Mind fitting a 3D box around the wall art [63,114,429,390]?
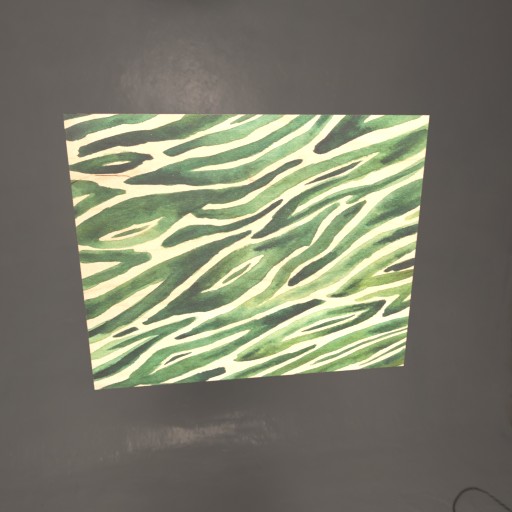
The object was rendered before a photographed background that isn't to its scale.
[{"bbox_3d":[0.000,0.000,0.672,0.508,0.408,0.012,-2,16,-8],"label":"wall art"}]
